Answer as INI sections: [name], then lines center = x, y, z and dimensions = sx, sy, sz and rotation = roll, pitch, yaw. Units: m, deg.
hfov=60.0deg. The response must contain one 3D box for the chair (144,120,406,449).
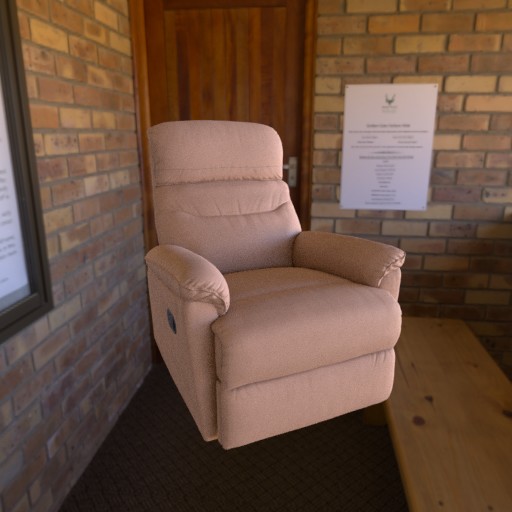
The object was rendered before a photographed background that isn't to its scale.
[chair]
center = 0.000, 0.000, 1.731
dimensions = 0.820, 1.037, 1.004
rotation = -7, 17, -24
